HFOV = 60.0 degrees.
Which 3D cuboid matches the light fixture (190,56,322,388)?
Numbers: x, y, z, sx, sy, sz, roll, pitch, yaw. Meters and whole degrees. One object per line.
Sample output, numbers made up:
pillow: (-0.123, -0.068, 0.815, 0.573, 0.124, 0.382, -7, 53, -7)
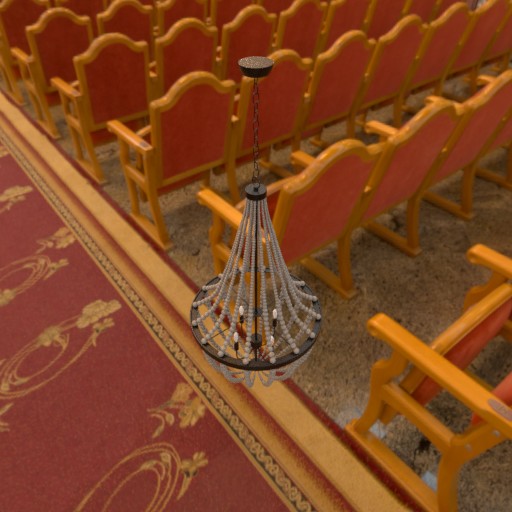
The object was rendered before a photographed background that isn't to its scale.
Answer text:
light fixture: (0.000, 0.000, 1.346, 0.450, 1.133, 0.450, 0, 41, 0)
